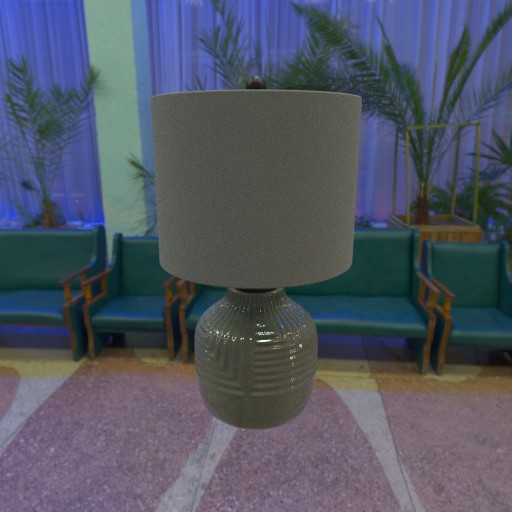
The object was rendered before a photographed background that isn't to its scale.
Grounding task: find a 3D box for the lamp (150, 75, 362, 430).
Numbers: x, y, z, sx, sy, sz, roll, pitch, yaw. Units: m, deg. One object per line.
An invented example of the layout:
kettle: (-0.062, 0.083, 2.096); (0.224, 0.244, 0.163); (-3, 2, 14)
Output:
lamp: (0.000, 0.000, 0.748); (0.318, 0.567, 0.318); (0, 15, 0)
